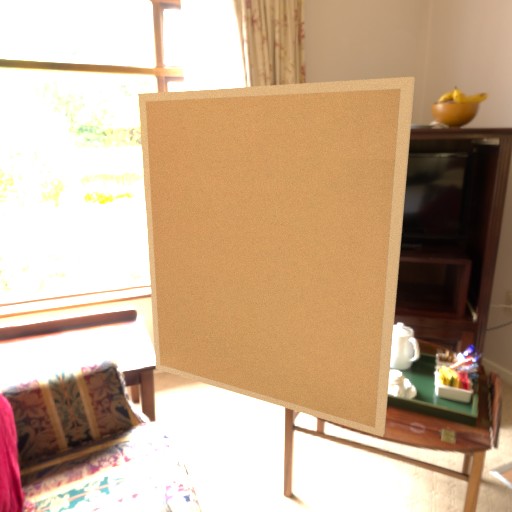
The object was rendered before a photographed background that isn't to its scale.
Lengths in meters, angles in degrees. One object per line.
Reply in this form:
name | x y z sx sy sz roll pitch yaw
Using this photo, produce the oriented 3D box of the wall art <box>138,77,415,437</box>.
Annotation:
wall art | 0.000 0.000 0.776 0.482 0.557 0.012 8 17 27
